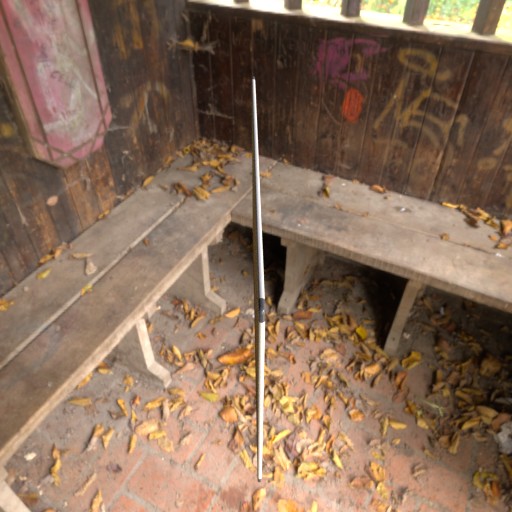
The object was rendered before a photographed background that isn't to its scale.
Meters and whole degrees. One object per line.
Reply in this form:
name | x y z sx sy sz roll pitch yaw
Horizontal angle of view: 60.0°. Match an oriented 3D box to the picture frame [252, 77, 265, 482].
picture frame | 0.000 0.000 1.154 0.010 0.600 0.900 -1 42 -1
